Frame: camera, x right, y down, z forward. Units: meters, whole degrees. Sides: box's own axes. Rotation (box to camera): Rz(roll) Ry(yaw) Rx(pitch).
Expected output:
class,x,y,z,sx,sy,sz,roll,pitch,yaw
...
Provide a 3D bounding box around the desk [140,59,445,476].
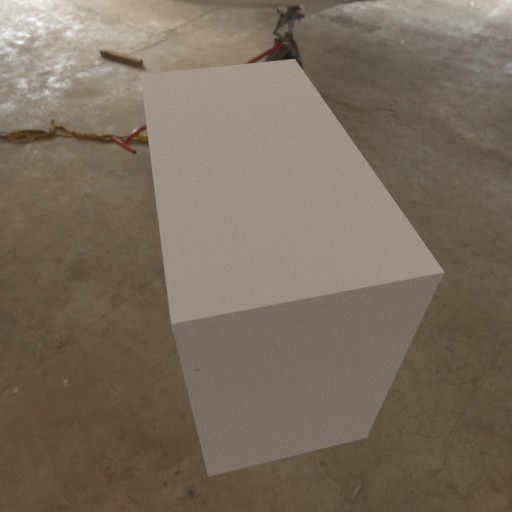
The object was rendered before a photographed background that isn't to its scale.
class,x,y,z,sx,sy,sz,roll,pitch,yaw
desk,0.000,0.000,1.291,0.482,0.730,0.898,-10,47,-9
